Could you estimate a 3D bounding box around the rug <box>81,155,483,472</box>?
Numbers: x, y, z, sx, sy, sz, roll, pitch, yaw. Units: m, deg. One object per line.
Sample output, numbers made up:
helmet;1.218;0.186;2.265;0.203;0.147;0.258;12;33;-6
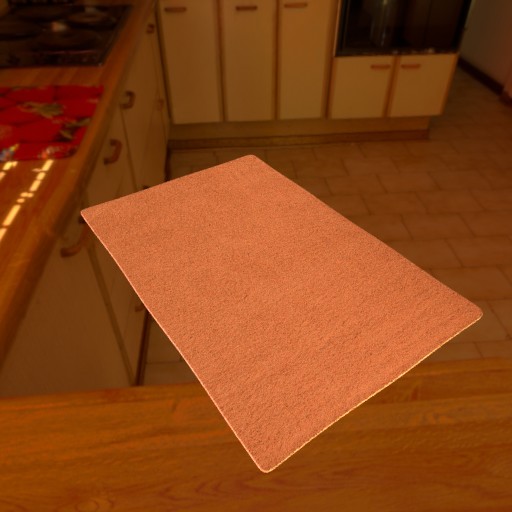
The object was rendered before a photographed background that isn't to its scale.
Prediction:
rug;0.000;0.000;3.355;1.801;0.024;2.700;-24;46;-26
